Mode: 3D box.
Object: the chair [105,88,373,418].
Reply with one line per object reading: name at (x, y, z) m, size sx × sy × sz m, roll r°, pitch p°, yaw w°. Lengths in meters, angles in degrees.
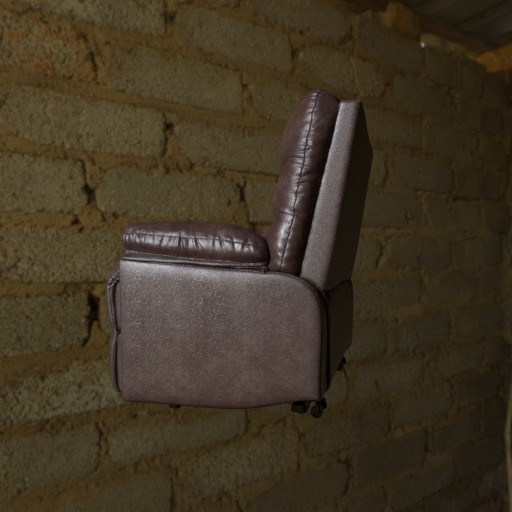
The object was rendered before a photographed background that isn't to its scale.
chair at (0.000, 0.000, 1.769) m, size 0.879 × 1.041 × 0.940 m, roll 0°, pitch 0°, yaw 17°
